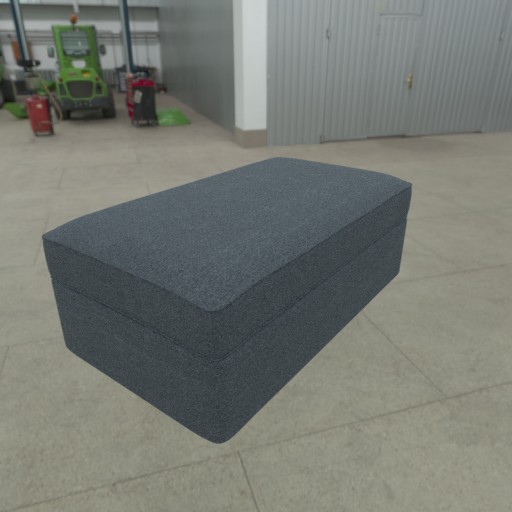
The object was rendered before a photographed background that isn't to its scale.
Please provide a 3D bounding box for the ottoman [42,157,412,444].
[{"bbox_3d":[0.000,0.000,1.567,0.681,0.494,1.173,18,30,33],"label":"ottoman"}]
